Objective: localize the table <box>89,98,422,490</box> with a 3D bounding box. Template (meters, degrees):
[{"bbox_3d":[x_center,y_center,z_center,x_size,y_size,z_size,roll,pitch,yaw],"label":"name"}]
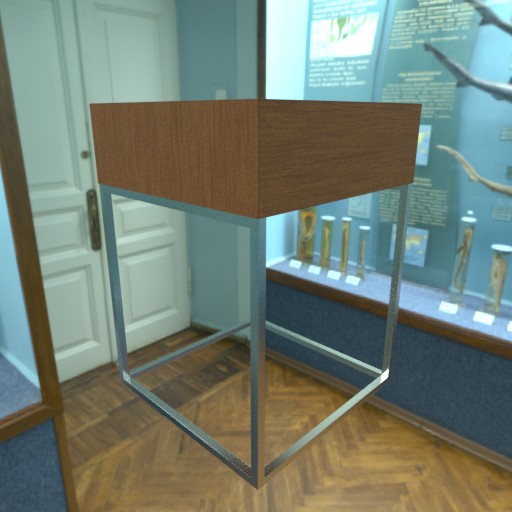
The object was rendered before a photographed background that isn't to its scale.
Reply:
[{"bbox_3d":[0.000,0.000,0.831,0.398,0.540,0.397,17,24,42],"label":"table"}]
